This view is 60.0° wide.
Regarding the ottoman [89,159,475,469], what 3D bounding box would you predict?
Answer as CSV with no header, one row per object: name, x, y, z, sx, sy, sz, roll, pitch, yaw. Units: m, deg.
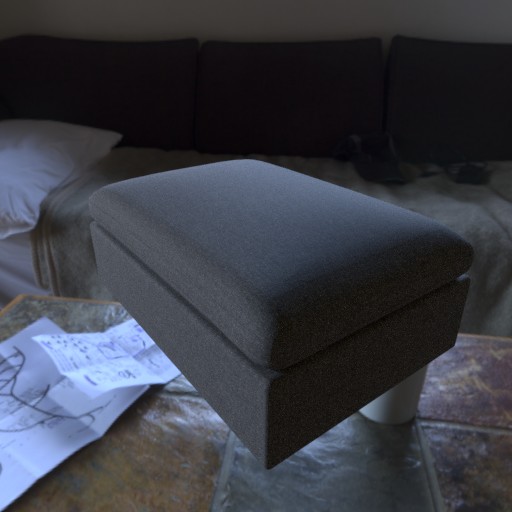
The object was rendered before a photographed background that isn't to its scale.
ottoman,0.000,0.000,1.402,0.711,0.483,1.041,-18,32,-32
